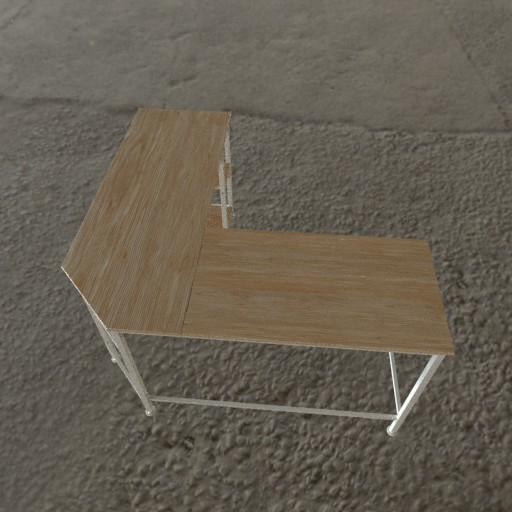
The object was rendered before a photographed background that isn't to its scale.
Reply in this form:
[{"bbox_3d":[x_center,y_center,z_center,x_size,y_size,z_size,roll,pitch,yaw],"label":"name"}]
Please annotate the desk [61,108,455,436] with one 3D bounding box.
[{"bbox_3d":[0.000,0.000,2.175,1.379,0.739,1.379,4,48,3],"label":"desk"}]
